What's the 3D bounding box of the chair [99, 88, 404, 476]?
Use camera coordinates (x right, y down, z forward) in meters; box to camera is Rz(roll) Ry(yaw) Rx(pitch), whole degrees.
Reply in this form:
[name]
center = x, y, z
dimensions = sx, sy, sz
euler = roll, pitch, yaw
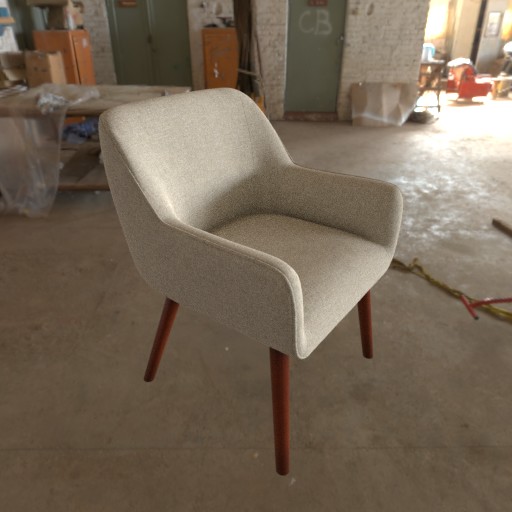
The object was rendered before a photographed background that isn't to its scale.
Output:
[chair]
center = 0.000, 0.000, 1.243
dimensions = 0.610, 0.813, 0.610
euler = 19, 34, 31
